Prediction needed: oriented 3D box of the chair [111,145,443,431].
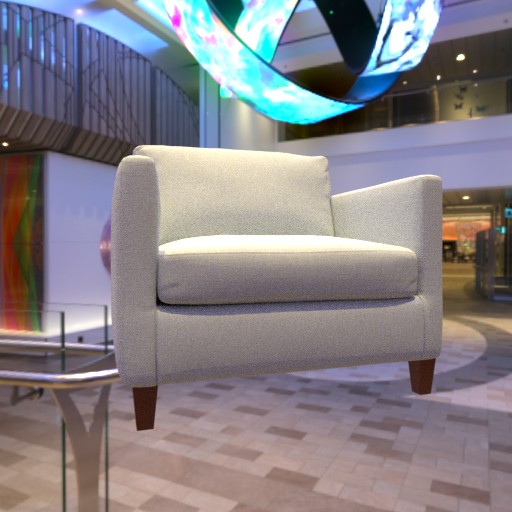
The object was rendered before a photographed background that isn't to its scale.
[{"bbox_3d":[0.000,0.000,1.788,1.107,0.961,0.953,0,1,-19],"label":"chair"}]
